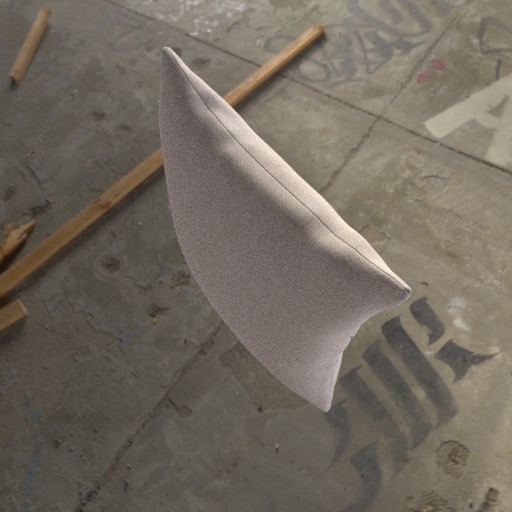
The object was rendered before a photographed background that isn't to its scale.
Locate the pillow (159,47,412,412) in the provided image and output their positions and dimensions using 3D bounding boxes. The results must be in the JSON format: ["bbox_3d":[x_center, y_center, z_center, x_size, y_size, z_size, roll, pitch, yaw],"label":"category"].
[{"bbox_3d":[0.000,0.000,0.659,0.173,0.436,0.433,-32,64,-18],"label":"pillow"}]
